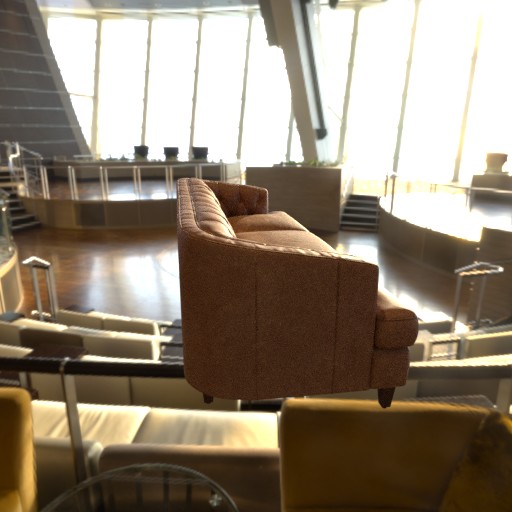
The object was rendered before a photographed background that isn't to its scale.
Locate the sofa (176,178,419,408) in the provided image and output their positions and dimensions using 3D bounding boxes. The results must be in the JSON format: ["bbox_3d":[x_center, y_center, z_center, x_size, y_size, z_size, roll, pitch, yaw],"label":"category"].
[{"bbox_3d":[0.000,0.000,2.707,0.922,0.791,2.257,-3,16,-10],"label":"sofa"}]
